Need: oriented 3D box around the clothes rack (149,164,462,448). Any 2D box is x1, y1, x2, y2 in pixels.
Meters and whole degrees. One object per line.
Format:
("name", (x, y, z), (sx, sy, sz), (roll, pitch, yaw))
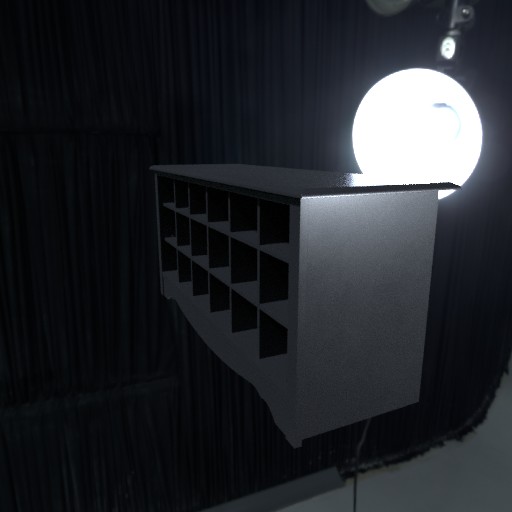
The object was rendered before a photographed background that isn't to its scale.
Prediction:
("clothes rack", (0.000, 0.000, 1.475), (0.406, 0.556, 1.219), (-7, 15, -25))
